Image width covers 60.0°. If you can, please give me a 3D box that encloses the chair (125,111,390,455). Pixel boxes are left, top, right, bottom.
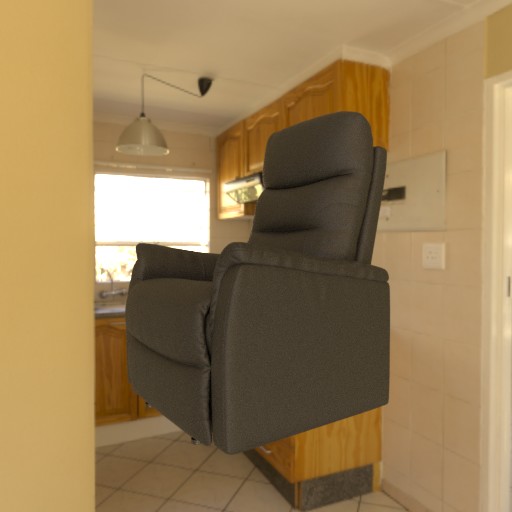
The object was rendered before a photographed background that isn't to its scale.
[{"bbox_3d":[0.000,0.000,1.648,0.831,1.082,0.775,-1,2,-35],"label":"chair"}]
